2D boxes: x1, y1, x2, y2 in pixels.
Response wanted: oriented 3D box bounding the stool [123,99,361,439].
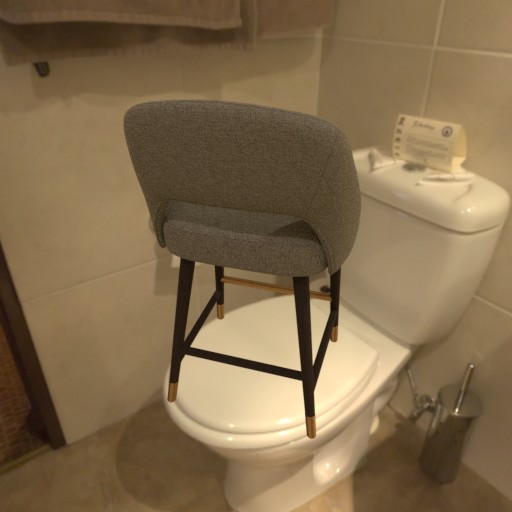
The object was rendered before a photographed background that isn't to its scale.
[{"bbox_3d":[0.000,0.000,1.234,0.536,0.925,0.524,9,32,15],"label":"stool"}]
